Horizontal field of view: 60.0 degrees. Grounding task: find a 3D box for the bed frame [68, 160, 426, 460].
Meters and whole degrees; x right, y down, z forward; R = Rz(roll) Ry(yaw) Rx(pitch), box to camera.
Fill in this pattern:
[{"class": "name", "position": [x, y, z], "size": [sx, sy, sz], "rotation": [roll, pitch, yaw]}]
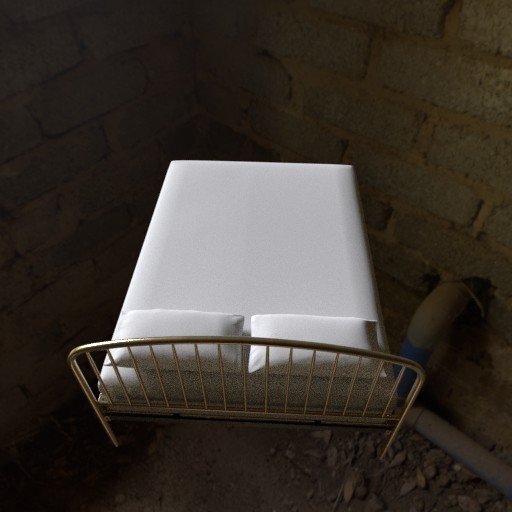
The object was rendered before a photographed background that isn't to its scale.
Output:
[{"class": "bed frame", "position": [0.000, 0.000, 2.972], "size": [1.612, 1.175, 2.152], "rotation": [2, 45, 2]}]
